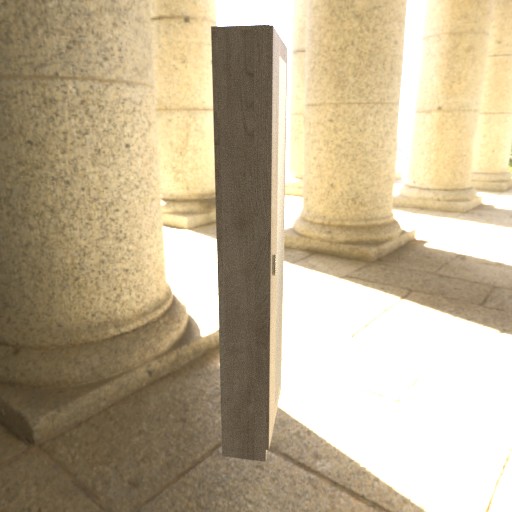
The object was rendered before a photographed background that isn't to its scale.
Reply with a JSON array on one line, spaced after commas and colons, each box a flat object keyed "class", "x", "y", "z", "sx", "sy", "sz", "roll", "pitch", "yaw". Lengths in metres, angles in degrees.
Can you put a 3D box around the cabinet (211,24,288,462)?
[{"class": "cabinet", "x": 0.000, "y": 0.000, "z": 2.004, "sx": 0.230, "sy": 1.790, "sz": 0.500, "roll": 3, "pitch": 17, "yaw": 9}]
